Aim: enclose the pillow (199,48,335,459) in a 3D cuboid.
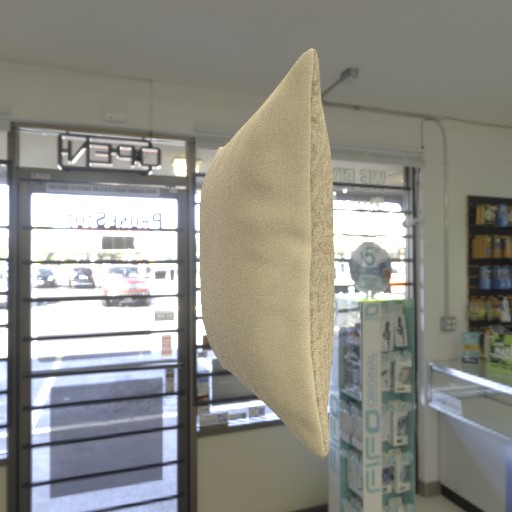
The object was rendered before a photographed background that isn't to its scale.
[{"bbox_3d":[0.000,0.000,0.785,0.166,0.510,0.523,0,-1,-17],"label":"pillow"}]
